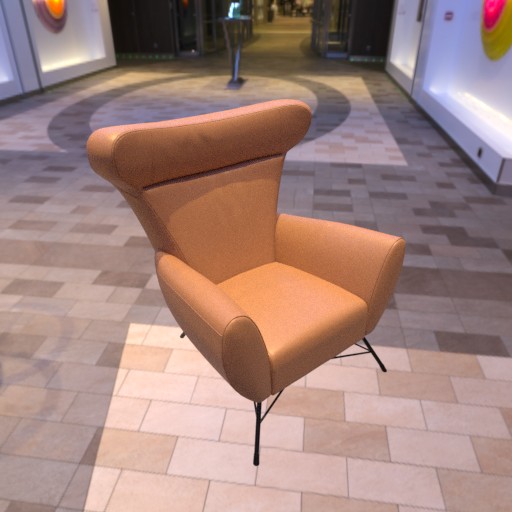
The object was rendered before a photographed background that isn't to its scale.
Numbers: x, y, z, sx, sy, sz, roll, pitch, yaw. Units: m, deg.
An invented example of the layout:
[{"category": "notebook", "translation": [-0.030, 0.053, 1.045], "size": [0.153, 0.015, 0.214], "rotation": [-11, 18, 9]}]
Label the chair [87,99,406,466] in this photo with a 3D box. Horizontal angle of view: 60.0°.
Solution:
[{"category": "chair", "translation": [0.000, 0.000, 1.794], "size": [0.980, 1.050, 0.900], "rotation": [-22, 36, -33]}]
